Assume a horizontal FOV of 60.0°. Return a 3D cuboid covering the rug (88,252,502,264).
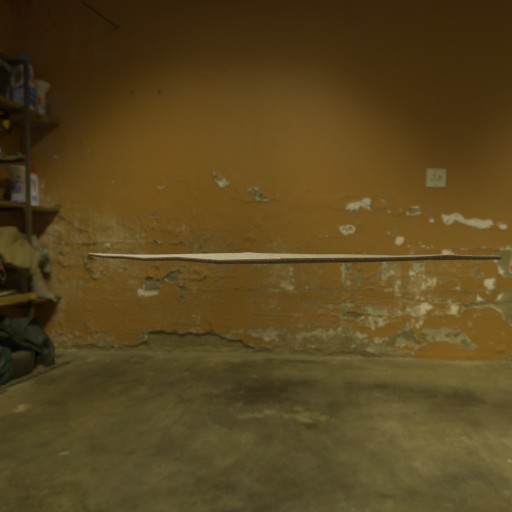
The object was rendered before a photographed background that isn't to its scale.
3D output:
[{"bbox_3d":[0.000,0.000,2.948,1.553,0.053,2.430,0,0,-35],"label":"rug"}]
